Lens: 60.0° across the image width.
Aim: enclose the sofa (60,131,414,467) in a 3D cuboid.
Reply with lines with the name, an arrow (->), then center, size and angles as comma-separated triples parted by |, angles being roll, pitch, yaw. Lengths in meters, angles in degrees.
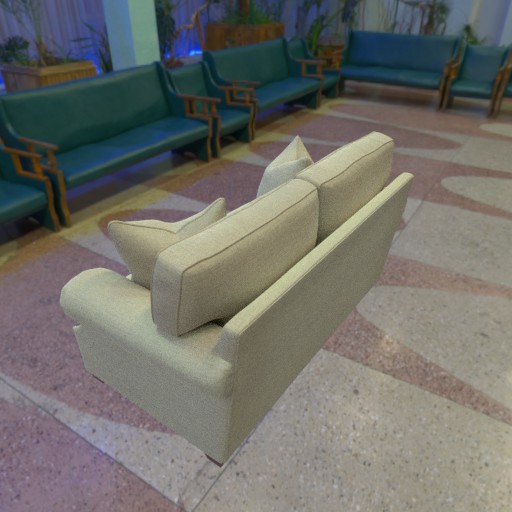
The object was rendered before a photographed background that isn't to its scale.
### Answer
sofa -> 0.000, 0.000, 2.202 | 0.966, 0.966, 1.701 | 21, 38, 30
